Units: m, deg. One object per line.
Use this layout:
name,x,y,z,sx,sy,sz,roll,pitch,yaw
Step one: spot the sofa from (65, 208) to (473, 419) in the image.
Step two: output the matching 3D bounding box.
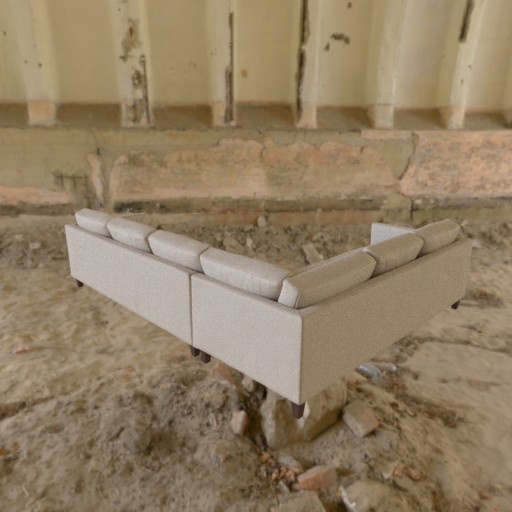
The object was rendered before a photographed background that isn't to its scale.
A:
sofa,0.000,0.000,4.361,2.432,0.863,3.182,-16,23,-42
